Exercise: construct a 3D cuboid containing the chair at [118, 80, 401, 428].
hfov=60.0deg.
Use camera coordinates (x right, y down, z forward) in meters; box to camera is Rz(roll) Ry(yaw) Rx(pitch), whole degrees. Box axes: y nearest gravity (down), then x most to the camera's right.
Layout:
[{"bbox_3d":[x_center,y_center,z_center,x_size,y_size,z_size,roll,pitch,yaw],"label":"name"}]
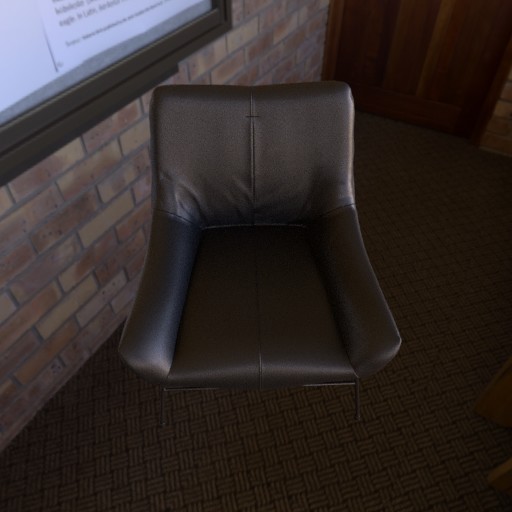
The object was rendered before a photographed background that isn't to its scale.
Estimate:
[{"bbox_3d":[0.000,0.000,1.563,0.836,0.922,0.826,-2,47,-2],"label":"chair"}]
